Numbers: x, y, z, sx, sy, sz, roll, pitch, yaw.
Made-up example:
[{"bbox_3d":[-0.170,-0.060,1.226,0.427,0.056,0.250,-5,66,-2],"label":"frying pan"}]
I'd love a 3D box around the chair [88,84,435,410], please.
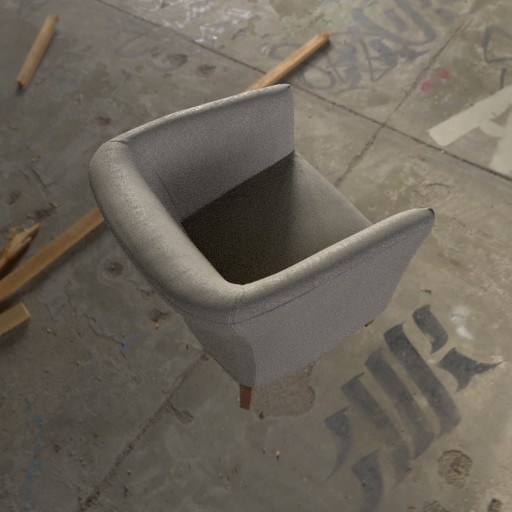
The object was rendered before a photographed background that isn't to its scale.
[{"bbox_3d":[0.000,0.000,1.282,0.668,0.771,0.600,-31,63,-18],"label":"chair"}]
